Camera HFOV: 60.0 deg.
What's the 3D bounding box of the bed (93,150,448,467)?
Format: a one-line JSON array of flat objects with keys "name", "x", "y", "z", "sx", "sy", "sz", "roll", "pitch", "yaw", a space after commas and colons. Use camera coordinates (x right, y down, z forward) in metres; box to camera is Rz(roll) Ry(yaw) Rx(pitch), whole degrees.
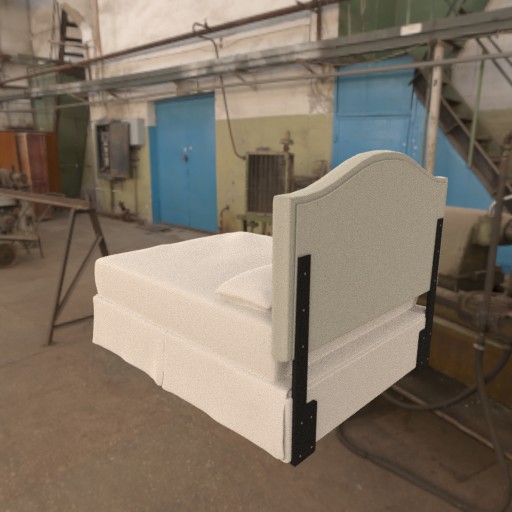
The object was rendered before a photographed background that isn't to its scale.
[{"name": "bed", "x": 0.000, "y": 0.000, "z": 3.421, "sx": 2.180, "sy": 1.607, "sz": 1.813, "roll": 14, "pitch": 20, "yaw": 43}]
